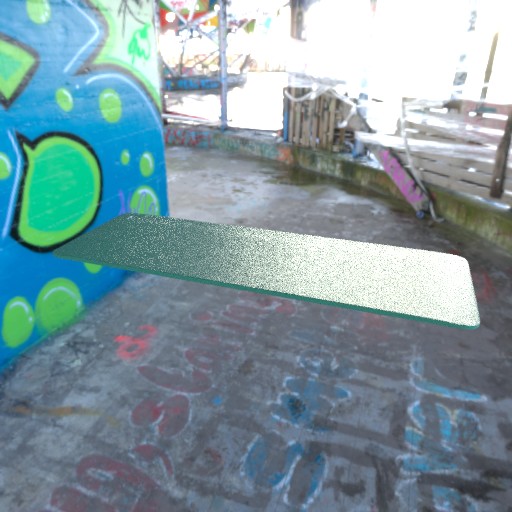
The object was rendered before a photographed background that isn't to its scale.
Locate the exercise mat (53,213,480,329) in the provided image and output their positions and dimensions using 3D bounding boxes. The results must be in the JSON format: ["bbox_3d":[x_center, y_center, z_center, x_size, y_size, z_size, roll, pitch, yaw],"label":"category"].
[{"bbox_3d":[0.000,0.000,2.072,1.869,0.021,0.616,9,27,17],"label":"exercise mat"}]
